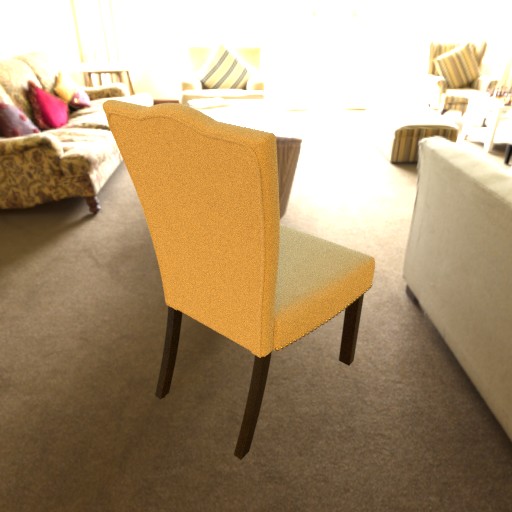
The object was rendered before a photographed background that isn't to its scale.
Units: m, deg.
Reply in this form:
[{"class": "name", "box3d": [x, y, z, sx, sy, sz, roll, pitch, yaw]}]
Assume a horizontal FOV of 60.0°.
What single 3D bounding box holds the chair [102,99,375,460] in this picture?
[{"class": "chair", "box3d": [0.000, 0.000, 1.312, 0.518, 0.946, 0.589, 22, 37, 33]}]
